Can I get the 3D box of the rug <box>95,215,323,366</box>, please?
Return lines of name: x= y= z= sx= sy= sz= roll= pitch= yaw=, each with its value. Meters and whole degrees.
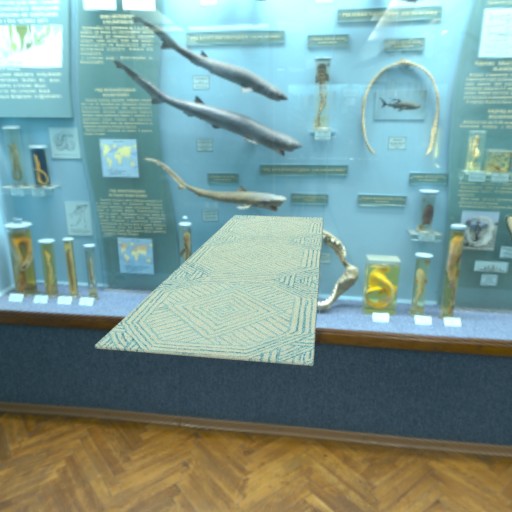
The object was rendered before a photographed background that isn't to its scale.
rug: x=0.000 y=0.000 z=2.666 sx=0.775 sy=0.012 sz=2.452 roll=3 pitch=16 yaw=9
